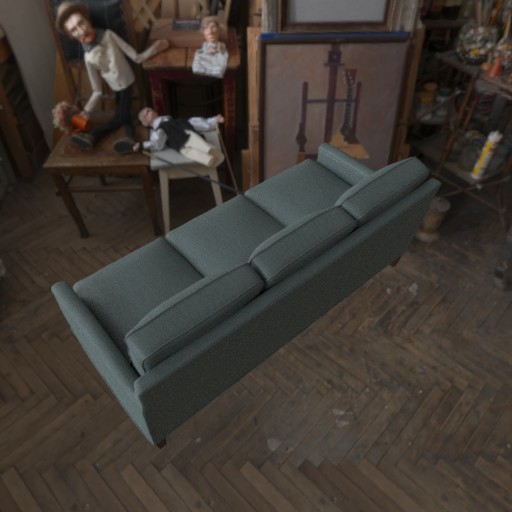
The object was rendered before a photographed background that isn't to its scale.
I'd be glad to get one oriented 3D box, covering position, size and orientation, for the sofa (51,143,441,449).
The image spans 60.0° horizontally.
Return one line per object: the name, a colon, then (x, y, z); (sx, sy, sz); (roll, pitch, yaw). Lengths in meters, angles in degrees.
sofa: (0.000, 0.000, 2.820); (2.246, 1.003, 1.084); (-32, 55, -26)
